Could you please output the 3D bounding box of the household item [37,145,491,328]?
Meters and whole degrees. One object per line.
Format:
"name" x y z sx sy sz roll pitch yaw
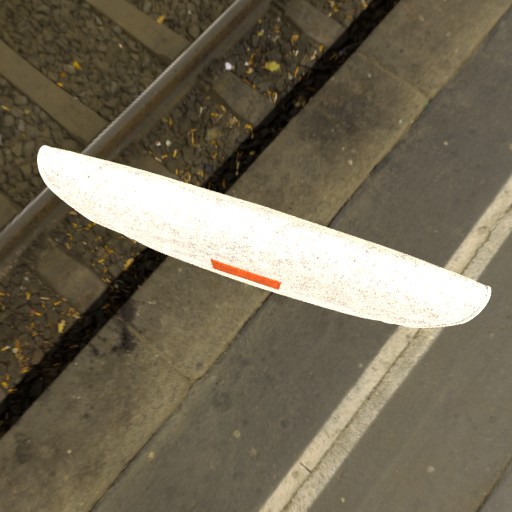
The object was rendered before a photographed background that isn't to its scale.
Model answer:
"household item" 0.000 0.000 0.418 0.335 0.221 0.057 18 77 4
